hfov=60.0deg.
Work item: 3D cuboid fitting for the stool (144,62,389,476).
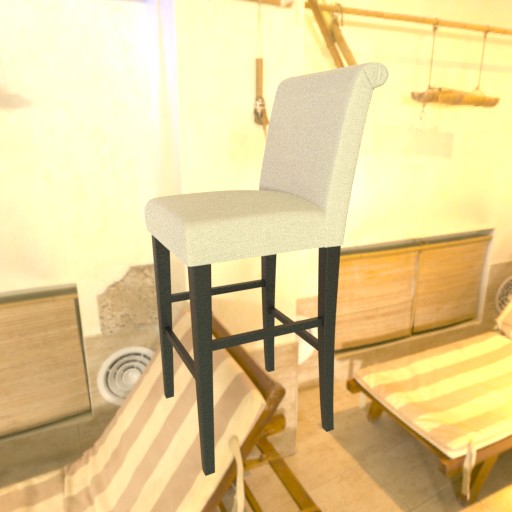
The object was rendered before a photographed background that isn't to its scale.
[{"bbox_3d":[0.000,0.000,1.416,0.597,1.124,0.452,-8,18,-25],"label":"stool"}]
